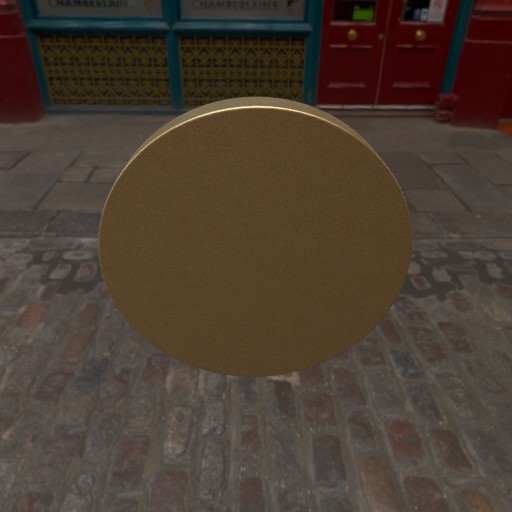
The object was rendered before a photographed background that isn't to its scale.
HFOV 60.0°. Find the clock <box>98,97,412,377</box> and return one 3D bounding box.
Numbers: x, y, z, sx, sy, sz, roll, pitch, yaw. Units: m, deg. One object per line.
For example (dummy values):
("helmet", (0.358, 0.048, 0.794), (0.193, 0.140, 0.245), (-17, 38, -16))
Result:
("clock", (0.000, 0.000, 0.465), (0.314, 0.314, 0.040), (-1, 31, -1))
